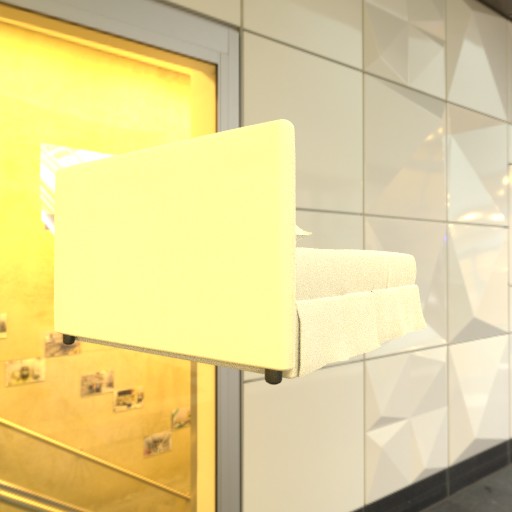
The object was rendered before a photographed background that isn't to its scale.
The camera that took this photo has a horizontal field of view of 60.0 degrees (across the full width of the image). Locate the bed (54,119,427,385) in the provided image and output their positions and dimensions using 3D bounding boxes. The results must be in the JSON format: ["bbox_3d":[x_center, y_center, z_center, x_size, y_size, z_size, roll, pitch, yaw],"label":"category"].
[{"bbox_3d":[0.000,0.000,3.638,2.119,1.317,2.341,-1,-1,36],"label":"bed"}]
